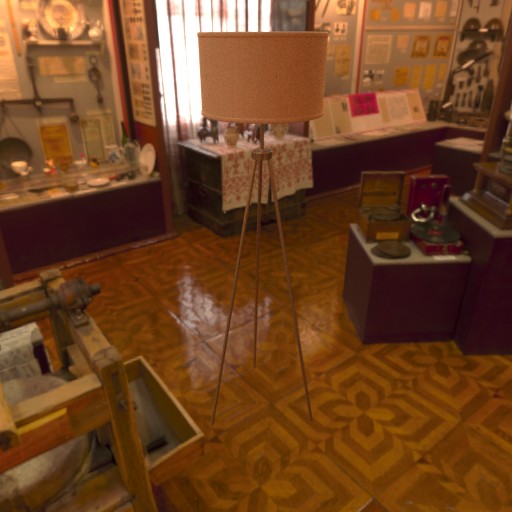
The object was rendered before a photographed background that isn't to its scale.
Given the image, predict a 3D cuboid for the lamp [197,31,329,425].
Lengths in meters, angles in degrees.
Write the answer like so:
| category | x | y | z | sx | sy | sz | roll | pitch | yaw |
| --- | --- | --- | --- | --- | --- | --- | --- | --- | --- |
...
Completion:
| category | x | y | z | sx | sy | sz | roll | pitch | yaw |
| --- | --- | --- | --- | --- | --- | --- | --- | --- | --- |
| lamp | 0.000 | 0.000 | 1.713 | 0.460 | 1.545 | 0.449 | -17 | 31 | -31 |
